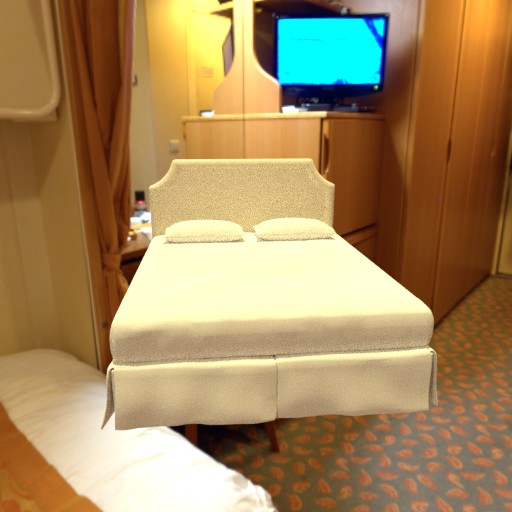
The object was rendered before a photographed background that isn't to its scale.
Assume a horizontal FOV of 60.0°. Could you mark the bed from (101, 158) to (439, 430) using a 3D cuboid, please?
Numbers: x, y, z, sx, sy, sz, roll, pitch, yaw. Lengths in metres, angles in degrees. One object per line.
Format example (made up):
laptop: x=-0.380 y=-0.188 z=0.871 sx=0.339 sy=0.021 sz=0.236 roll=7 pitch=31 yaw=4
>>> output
bed: x=0.000 y=0.000 z=4.108 sx=2.350 sy=1.590 sz=2.773 roll=-2 pitch=16 yaw=-6
